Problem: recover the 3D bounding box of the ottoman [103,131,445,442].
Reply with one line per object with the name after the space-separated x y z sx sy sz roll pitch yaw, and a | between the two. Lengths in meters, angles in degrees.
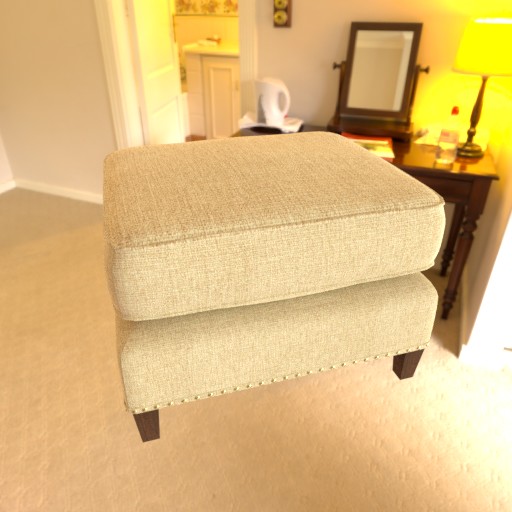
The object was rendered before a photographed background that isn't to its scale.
0.000 0.000 1.162 0.738 0.537 0.589 -9 32 -14 | ottoman
